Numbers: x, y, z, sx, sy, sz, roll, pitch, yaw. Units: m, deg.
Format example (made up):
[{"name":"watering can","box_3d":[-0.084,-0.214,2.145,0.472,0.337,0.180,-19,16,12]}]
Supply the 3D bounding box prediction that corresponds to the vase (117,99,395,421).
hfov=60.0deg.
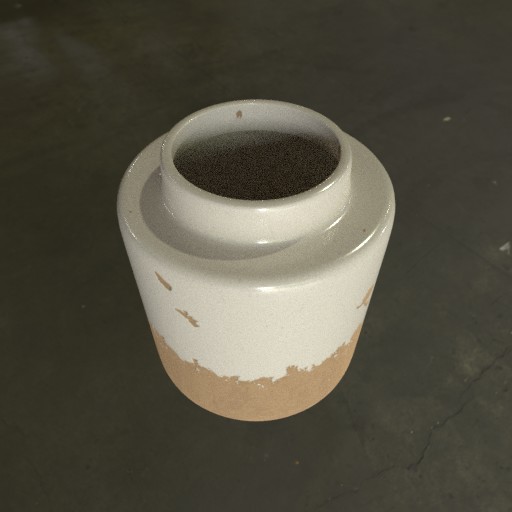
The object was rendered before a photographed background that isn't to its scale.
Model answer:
[{"name":"vase","box_3d":[0.000,0.000,0.288,0.153,0.167,0.153,0,47,0]}]
